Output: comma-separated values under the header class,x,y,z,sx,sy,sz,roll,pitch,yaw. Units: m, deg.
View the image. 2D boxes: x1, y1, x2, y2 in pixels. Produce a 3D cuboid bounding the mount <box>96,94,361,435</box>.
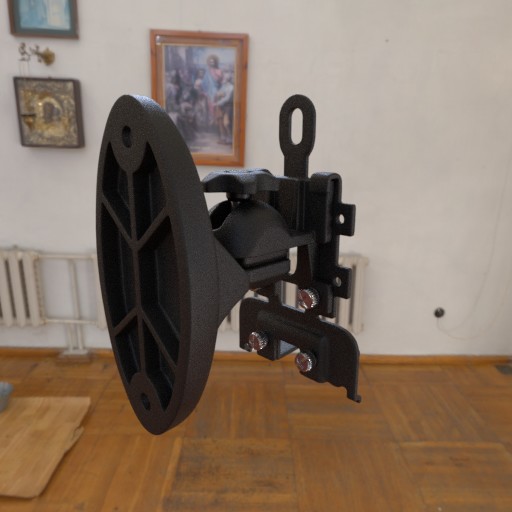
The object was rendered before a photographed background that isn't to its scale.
class,x,y,z,sx,sy,sz,roll,pitch,yaw
mount,0.000,0.000,0.167,0.100,0.118,0.066,-14,20,-43
